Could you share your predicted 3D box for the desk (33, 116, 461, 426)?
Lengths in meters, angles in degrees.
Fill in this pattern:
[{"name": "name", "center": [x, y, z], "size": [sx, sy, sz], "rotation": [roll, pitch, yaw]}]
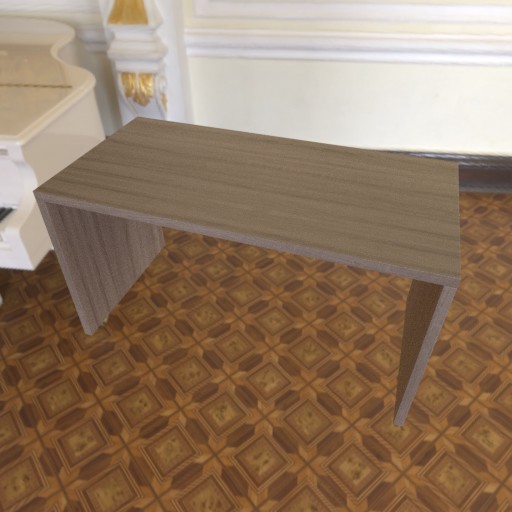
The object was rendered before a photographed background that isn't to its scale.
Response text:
[{"name": "desk", "center": [0.000, 0.000, 1.832], "size": [1.380, 0.745, 0.690], "rotation": [12, 41, 14]}]
